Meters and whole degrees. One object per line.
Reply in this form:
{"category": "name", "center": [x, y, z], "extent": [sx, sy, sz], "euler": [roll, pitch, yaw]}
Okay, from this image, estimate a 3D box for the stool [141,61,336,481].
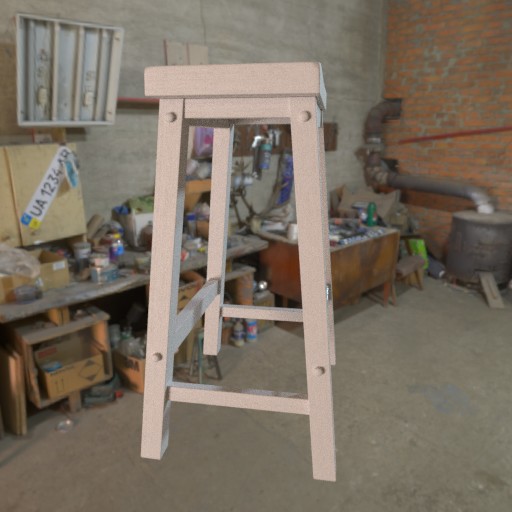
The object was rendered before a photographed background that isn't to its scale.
{"category": "stool", "center": [0.000, 0.000, 0.831], "extent": [0.322, 0.610, 0.406], "euler": [3, 15, 9]}
